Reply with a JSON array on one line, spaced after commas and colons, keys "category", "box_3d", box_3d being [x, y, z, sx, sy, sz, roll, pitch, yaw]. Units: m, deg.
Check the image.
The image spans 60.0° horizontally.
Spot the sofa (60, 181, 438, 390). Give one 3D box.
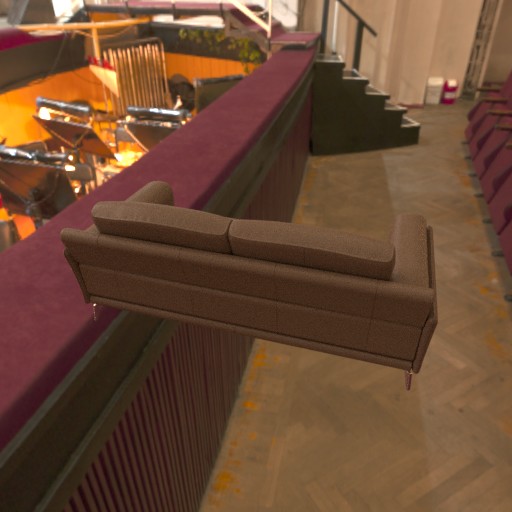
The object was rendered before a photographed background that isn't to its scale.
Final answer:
[{"category": "sofa", "box_3d": [0.000, 0.000, 2.798, 2.101, 0.930, 1.049, 9, 33, 15]}]
